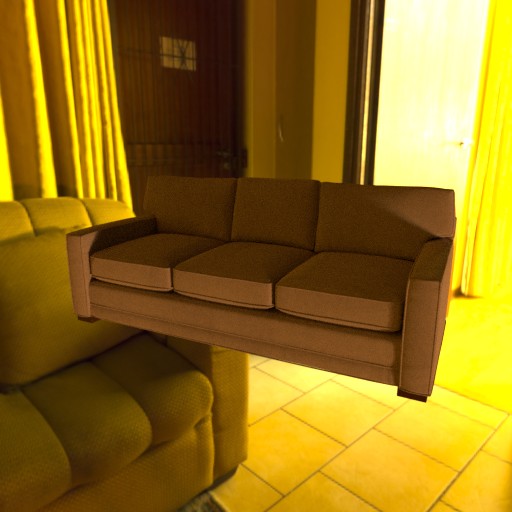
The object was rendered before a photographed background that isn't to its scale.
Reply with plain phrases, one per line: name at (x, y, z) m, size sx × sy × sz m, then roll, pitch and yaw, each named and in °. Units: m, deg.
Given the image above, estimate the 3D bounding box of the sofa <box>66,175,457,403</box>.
sofa at (0.000, 0.000, 2.605) m, size 2.093 × 0.862 × 0.936 m, roll 7°, pitch 16°, yaw 25°
